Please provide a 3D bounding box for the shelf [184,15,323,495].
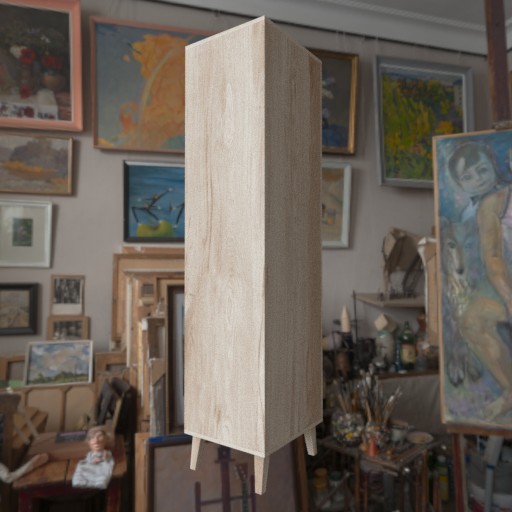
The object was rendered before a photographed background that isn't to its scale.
[{"bbox_3d":[0.000,0.000,2.137,0.450,1.960,0.510,-1,-1,36],"label":"shelf"}]
